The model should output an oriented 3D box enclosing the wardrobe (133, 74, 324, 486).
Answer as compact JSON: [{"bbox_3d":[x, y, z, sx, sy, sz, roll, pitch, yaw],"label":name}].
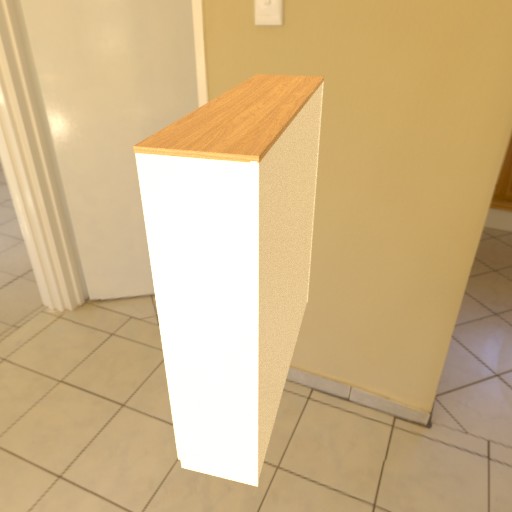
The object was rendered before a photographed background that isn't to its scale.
[{"bbox_3d":[0.000,0.000,3.357,0.590,2.260,2.160,8,31,13],"label":"wardrobe"}]
